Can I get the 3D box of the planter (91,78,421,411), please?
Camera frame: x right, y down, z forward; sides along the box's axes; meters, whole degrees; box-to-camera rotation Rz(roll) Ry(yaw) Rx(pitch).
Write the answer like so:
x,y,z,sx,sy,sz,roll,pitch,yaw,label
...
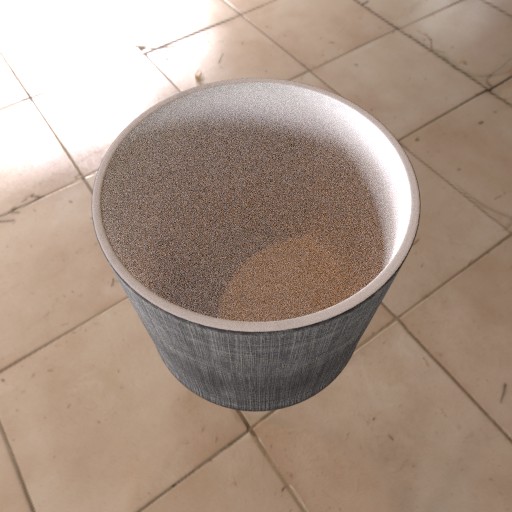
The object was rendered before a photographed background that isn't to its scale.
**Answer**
x,y,z,sx,sy,sz,roll,pitch,yaw,label
0.000,0.000,0.310,0.178,0.157,0.178,0,58,0,planter
